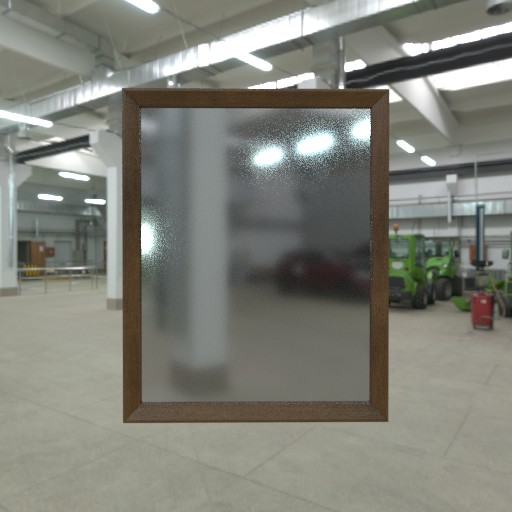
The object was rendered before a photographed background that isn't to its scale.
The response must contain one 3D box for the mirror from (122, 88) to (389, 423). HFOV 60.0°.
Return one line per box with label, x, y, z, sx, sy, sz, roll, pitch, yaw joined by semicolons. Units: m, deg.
mirror;0.000;0.000;0.694;0.406;0.509;0.041;0;1;-1
